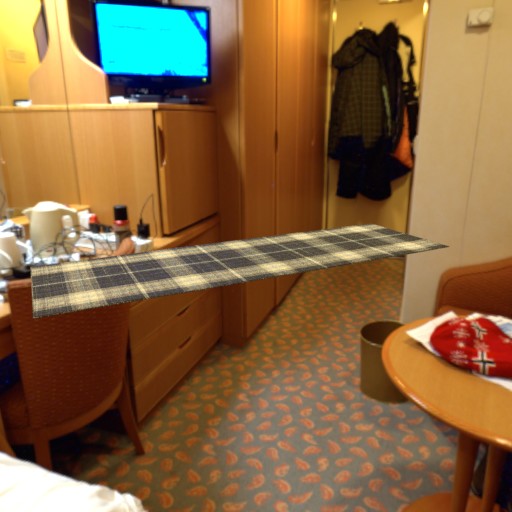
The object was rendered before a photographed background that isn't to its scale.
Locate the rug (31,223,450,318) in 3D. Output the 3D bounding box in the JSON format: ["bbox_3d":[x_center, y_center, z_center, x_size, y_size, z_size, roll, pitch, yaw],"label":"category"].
[{"bbox_3d":[0.000,0.000,2.670,2.434,0.012,0.760,-8,19,-25],"label":"rug"}]
